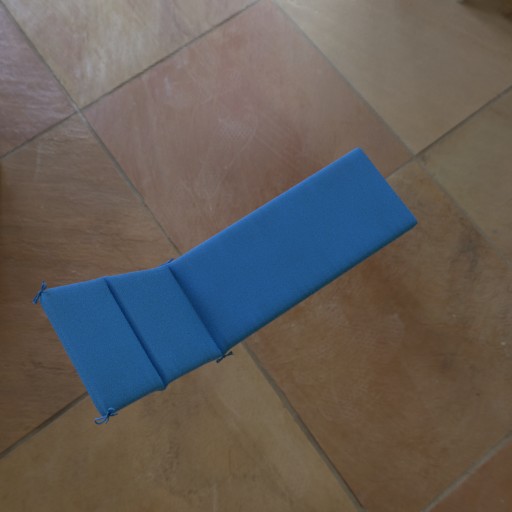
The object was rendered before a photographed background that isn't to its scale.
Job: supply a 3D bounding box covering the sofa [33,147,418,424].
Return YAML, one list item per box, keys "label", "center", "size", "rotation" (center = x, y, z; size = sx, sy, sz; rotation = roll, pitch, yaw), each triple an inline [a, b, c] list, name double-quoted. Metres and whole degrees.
- label: "sofa"
  center: [0.000, 0.000, 1.967]
  size: [1.663, 0.622, 0.582]
  rotation: [-32, 78, -8]
